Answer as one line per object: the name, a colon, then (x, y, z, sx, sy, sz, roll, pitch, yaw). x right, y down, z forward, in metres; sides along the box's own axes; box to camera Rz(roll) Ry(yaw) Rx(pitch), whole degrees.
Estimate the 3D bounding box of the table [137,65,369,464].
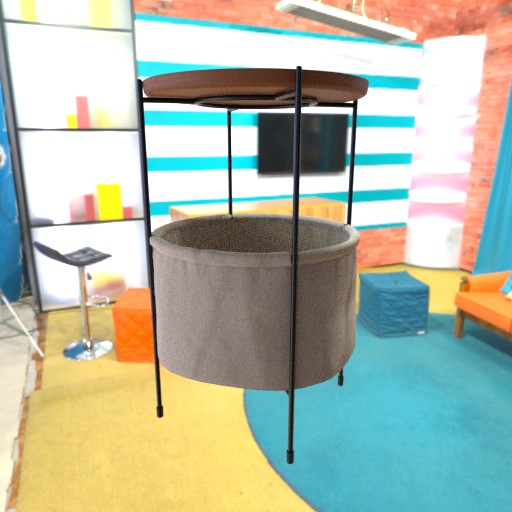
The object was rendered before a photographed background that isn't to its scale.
table: (0.000, 0.000, 0.854, 0.393, 0.623, 0.393, 8, 16, 27)
